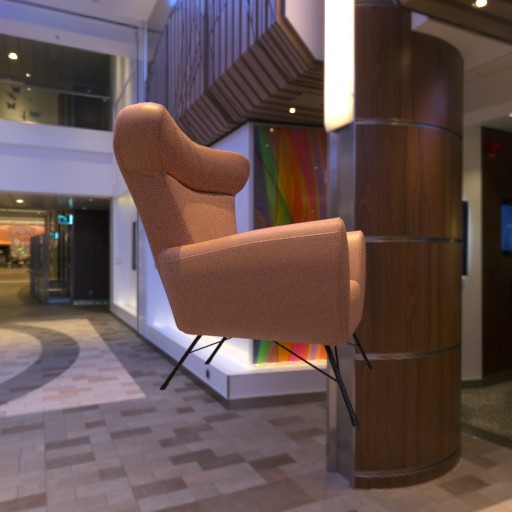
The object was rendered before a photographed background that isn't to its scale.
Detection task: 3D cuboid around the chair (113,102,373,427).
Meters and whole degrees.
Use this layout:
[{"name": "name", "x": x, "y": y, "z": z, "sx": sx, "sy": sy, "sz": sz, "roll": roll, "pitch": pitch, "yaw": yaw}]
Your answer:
[{"name": "chair", "x": 0.000, "y": 0.000, "z": 1.839, "sx": 0.900, "sy": 1.050, "sz": 0.980, "roll": 0, "pitch": 0, "yaw": 18}]
